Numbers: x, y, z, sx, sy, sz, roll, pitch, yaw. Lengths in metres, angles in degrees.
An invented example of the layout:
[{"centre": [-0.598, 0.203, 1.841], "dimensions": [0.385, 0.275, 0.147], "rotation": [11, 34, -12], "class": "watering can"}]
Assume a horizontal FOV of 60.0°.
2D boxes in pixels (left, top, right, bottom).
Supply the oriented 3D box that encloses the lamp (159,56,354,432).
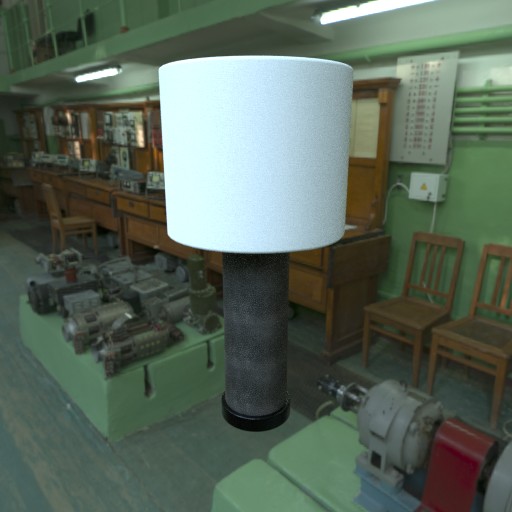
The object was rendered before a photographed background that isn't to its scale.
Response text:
[{"centre": [0.000, 0.000, 0.792], "dimensions": [0.305, 0.634, 0.305], "rotation": [-14, 21, -41], "class": "lamp"}]
